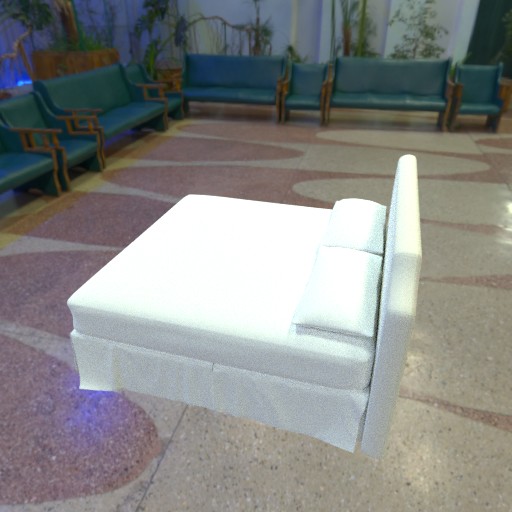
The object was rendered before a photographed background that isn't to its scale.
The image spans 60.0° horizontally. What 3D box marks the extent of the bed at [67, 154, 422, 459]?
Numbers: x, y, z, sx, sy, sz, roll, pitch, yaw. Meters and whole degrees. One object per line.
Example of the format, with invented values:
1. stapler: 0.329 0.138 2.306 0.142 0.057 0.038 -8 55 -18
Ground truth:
1. bed: 0.000 0.000 3.446 2.204 1.301 2.160 8 31 14
